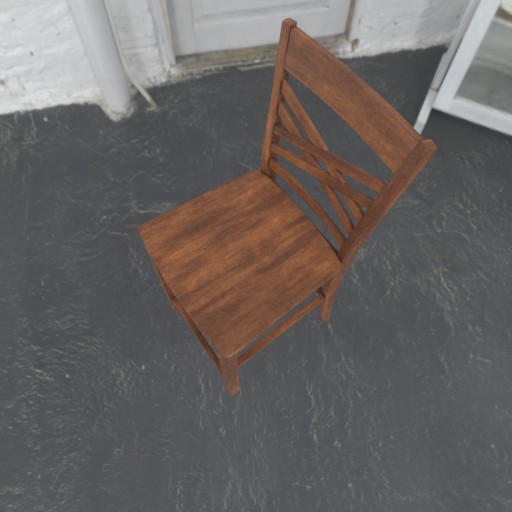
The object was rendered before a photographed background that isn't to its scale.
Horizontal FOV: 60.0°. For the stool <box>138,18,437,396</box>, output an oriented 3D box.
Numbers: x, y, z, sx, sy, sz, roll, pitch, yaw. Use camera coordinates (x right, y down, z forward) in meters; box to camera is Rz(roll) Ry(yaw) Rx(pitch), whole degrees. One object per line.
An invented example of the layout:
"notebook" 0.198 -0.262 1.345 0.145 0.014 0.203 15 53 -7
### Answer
"stool" 0.000 0.000 1.330 0.539 1.079 0.462 -32 68 -15
